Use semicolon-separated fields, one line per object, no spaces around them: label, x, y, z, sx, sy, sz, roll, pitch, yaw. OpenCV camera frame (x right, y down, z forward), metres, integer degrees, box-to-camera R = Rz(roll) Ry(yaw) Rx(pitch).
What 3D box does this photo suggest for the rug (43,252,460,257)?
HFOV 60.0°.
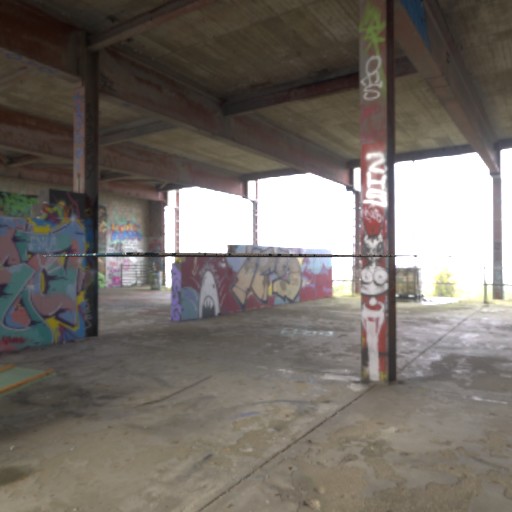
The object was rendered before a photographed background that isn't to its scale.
rug;0.000;0.000;2.332;1.828;0.007;1.220;0;-1;-36
